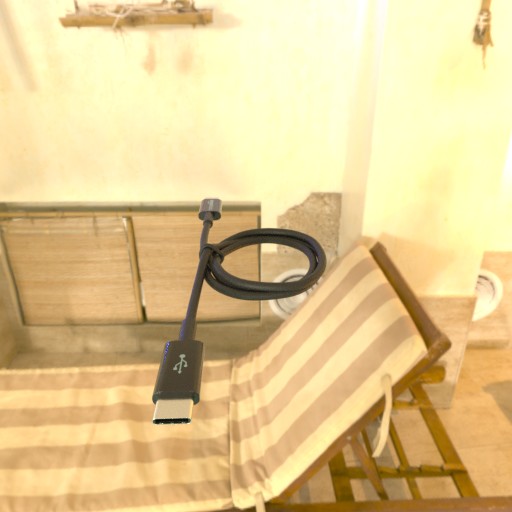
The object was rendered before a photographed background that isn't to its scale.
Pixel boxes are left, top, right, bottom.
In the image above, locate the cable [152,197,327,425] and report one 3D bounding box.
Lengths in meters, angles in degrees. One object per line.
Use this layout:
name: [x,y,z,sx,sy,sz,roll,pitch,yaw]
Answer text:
cable: [0.000,0.000,0.217,0.070,0.014,0.203,-1,25,-2]
